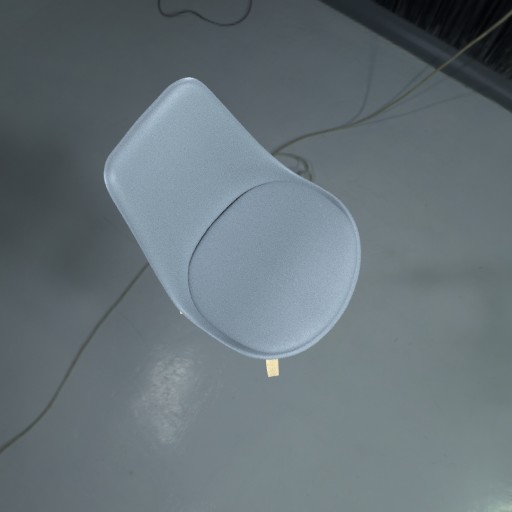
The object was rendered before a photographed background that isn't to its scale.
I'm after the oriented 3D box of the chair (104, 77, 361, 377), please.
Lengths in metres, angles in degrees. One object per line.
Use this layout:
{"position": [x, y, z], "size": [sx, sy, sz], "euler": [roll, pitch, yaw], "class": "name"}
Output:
{"position": [0.000, 0.000, 1.199], "size": [0.549, 0.850, 0.485], "euler": [34, 77, 9], "class": "chair"}
